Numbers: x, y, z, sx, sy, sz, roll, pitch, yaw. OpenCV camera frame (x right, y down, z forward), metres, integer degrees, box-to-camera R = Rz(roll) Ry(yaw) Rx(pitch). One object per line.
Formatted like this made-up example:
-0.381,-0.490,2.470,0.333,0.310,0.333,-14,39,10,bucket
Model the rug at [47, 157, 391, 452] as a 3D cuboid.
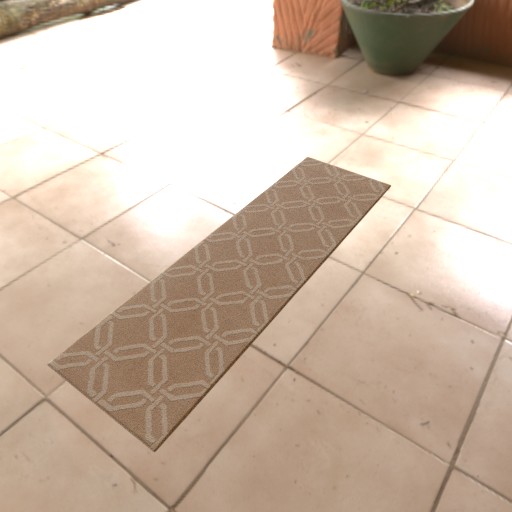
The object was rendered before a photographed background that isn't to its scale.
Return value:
0.000,0.000,2.527,0.678,0.014,2.276,26,48,26,rug
